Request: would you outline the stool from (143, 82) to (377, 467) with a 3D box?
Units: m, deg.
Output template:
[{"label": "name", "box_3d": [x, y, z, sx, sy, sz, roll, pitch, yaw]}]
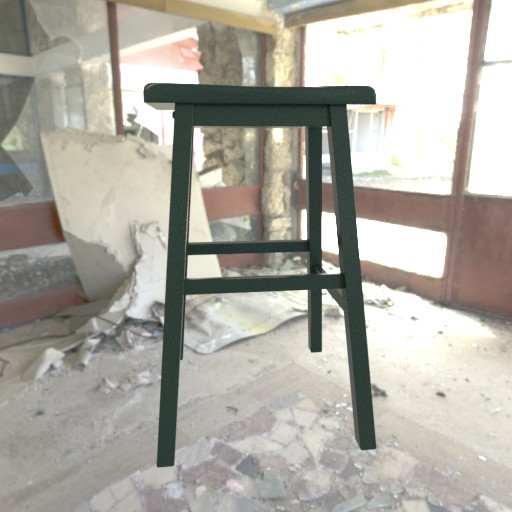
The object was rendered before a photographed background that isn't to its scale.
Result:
[{"label": "stool", "box_3d": [0.000, 0.000, 1.046, 0.457, 0.737, 0.476, -2, 15, -7]}]
